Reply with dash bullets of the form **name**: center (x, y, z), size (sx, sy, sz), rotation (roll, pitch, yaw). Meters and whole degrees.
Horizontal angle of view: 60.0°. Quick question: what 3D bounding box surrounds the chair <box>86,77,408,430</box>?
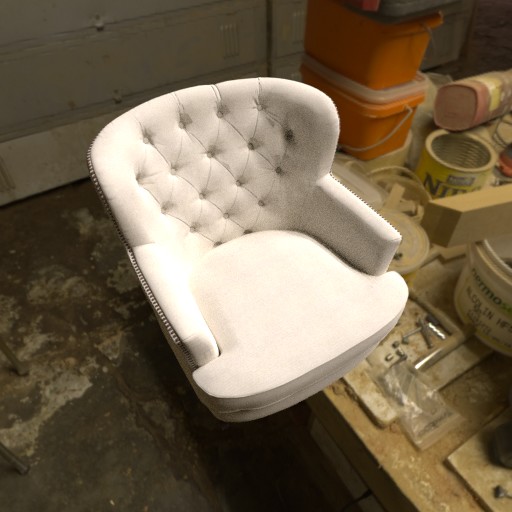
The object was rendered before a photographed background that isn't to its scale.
- **chair**: center (0.000, 0.000, 1.539), size (0.848, 0.868, 0.906), rotation (-23, 50, -21)
